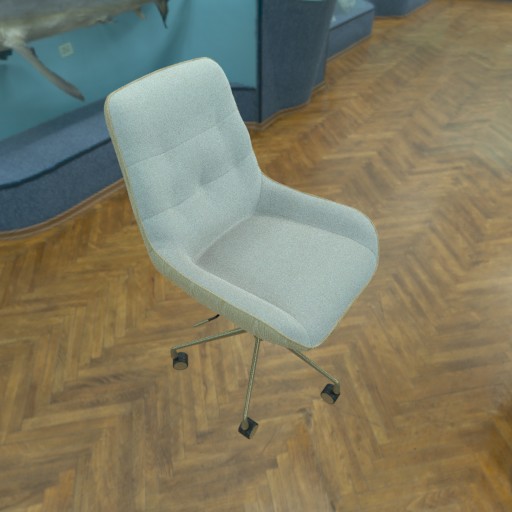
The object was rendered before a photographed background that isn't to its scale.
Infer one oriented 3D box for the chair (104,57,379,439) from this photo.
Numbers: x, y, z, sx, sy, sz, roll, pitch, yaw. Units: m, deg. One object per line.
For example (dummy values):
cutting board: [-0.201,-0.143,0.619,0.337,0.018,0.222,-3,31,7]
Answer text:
chair: [0.000,0.000,1.309,0.668,0.952,0.564,25,47,26]
